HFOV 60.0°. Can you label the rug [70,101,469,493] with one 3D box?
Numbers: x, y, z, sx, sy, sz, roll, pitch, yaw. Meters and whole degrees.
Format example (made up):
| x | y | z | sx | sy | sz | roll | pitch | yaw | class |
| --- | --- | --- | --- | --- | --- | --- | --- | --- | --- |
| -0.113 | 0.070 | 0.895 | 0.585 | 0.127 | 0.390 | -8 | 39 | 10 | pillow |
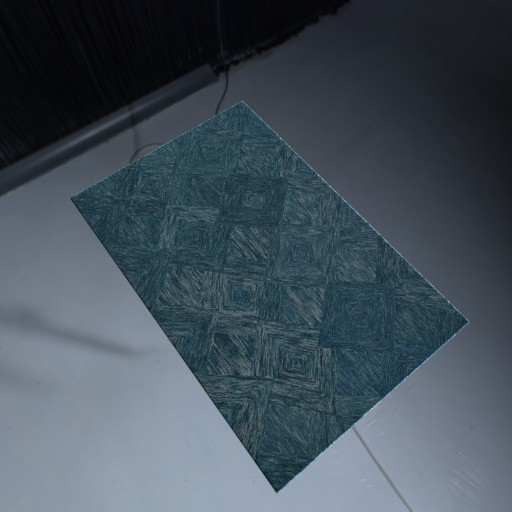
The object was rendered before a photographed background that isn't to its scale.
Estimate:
| x | y | z | sx | sy | sz | roll | pitch | yaw | class |
| --- | --- | --- | --- | --- | --- | --- | --- | --- | --- |
| 0.000 | 0.000 | 2.867 | 1.490 | 0.015 | 2.277 | -35 | 68 | -16 | rug |
